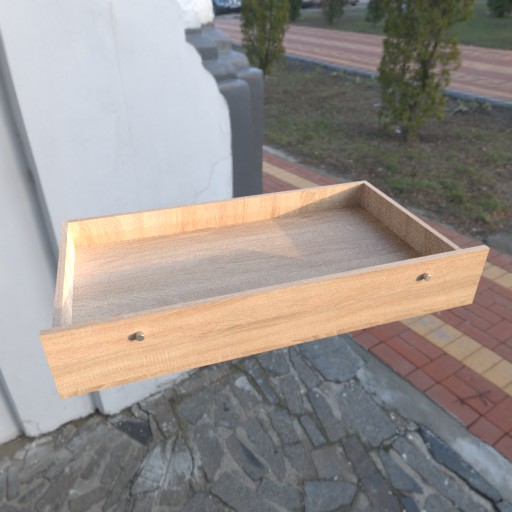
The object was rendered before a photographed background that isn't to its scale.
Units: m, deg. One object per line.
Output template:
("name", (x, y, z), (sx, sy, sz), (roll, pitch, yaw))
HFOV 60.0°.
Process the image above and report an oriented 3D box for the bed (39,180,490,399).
("bed", (0.000, 0.000, 1.437), (1.200, 0.209, 0.685), (-10, 33, -15))
